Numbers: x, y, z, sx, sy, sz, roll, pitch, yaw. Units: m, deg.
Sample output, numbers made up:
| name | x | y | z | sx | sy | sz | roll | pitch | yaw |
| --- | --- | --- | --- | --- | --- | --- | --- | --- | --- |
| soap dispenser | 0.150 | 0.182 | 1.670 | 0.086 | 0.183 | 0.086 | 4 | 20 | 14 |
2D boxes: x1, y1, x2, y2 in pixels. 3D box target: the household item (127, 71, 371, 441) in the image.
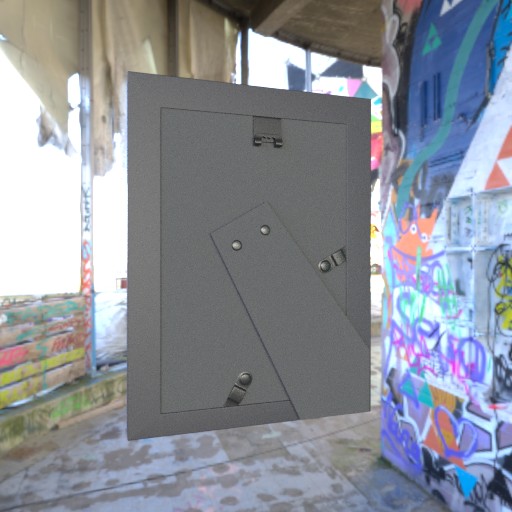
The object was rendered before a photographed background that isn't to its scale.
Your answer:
| name | x | y | z | sx | sy | sz | roll | pitch | yaw |
| --- | --- | --- | --- | --- | --- | --- | --- | --- | --- |
| household item | 0.000 | 0.000 | 0.238 | 0.133 | 0.178 | 0.022 | 0 | 1 | -18 |
